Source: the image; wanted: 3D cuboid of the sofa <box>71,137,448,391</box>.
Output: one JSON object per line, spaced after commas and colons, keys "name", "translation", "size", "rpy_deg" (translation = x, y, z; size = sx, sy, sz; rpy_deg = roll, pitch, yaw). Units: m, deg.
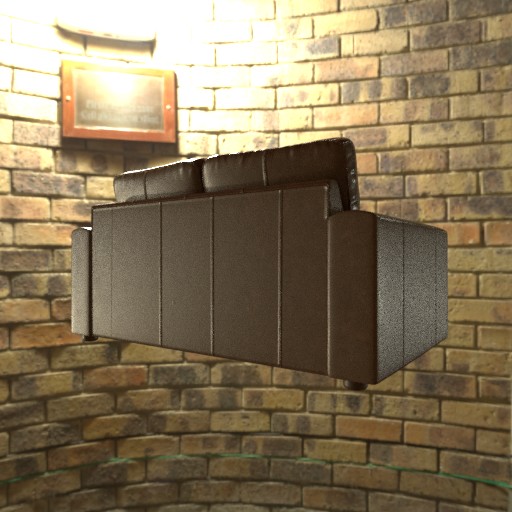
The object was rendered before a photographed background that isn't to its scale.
{"name": "sofa", "translation": [0.000, 0.000, 2.217], "size": [1.616, 0.873, 1.016], "rpy_deg": [0, 0, 35]}
